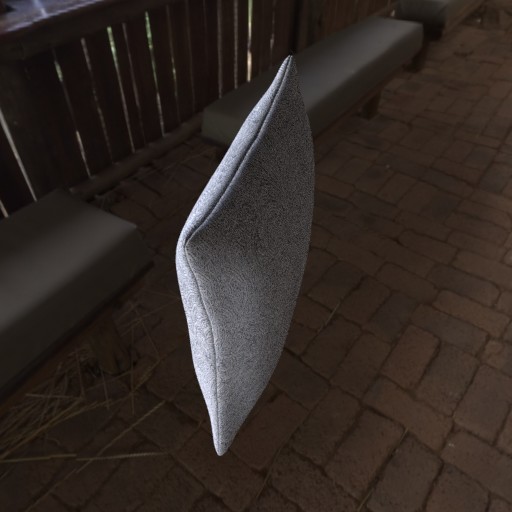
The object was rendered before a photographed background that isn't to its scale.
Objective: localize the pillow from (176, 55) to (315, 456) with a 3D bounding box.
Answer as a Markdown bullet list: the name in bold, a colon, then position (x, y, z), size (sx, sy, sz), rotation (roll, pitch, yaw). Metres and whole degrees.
- **pillow**: position (0.000, 0.000, 0.791), size (0.166, 0.510, 0.523), rotation (11, 46, 11)
